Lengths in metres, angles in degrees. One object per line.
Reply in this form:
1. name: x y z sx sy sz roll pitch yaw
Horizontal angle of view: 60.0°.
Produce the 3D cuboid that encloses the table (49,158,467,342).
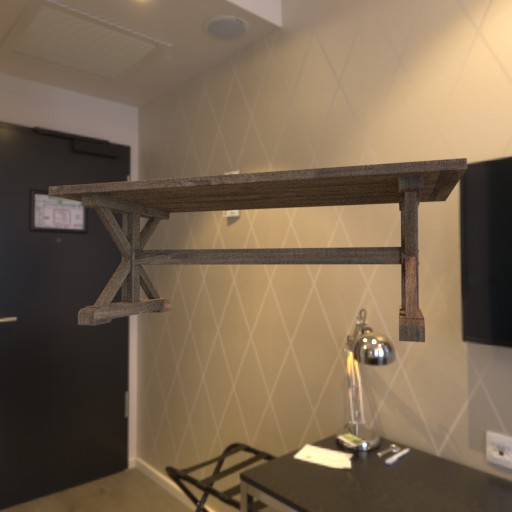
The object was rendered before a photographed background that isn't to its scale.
1. table: 0.000 0.000 2.468 2.031 0.733 0.907 0 -1 18
